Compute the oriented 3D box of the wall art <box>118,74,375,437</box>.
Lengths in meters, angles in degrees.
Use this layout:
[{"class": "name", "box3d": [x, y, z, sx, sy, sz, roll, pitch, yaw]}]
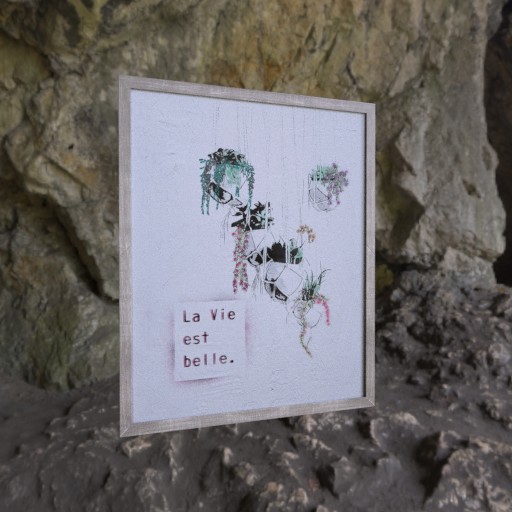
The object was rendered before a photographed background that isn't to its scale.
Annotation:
[{"class": "wall art", "box3d": [0.000, 0.000, 0.714, 0.421, 0.521, 0.032, 0, 1, -18]}]
